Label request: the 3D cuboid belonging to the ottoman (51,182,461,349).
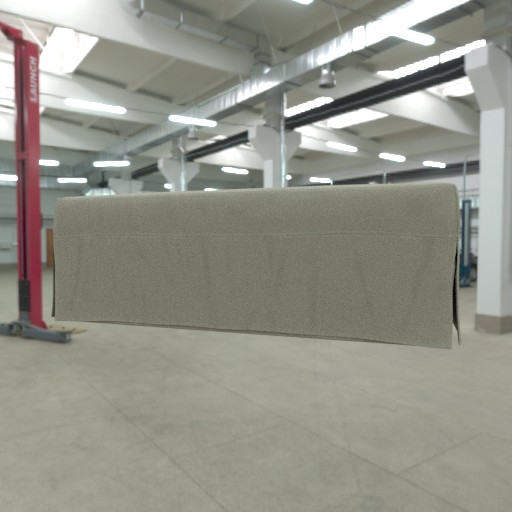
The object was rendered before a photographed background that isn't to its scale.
[{"bbox_3d":[0.000,0.000,1.679,1.388,0.457,0.665,1,2,19],"label":"ottoman"}]
